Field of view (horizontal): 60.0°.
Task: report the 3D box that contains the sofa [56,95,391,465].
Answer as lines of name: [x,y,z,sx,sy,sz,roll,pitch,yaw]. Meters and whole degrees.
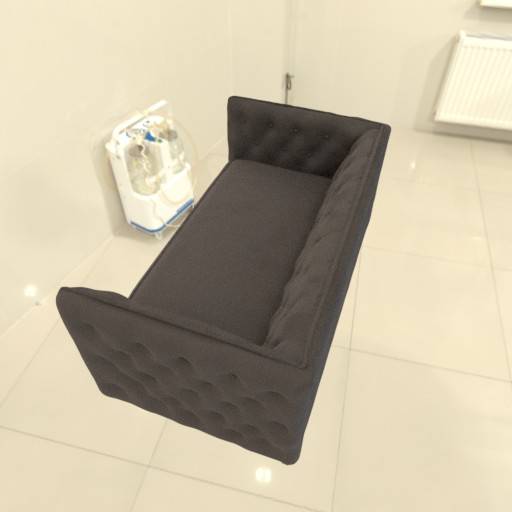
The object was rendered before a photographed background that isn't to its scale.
sofa: [0.000,0.000,2.115,0.909,0.810,1.583,15,48,14]
